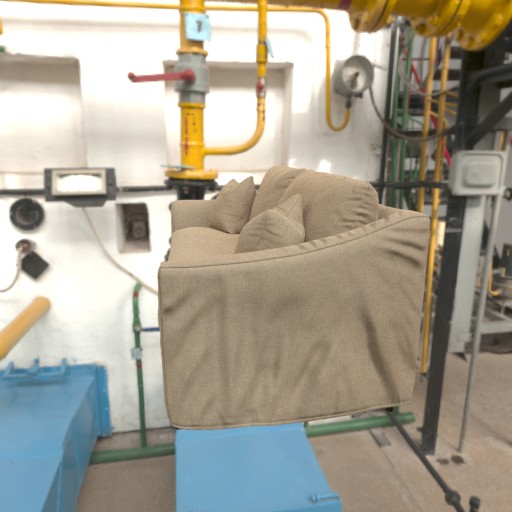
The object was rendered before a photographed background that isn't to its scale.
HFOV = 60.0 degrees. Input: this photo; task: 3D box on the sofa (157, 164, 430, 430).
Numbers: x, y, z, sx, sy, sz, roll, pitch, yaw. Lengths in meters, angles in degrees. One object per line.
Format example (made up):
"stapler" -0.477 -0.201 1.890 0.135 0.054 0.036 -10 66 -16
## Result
"sofa" 0.000 0.000 2.639 1.072 1.018 2.010 -2 14 -9
